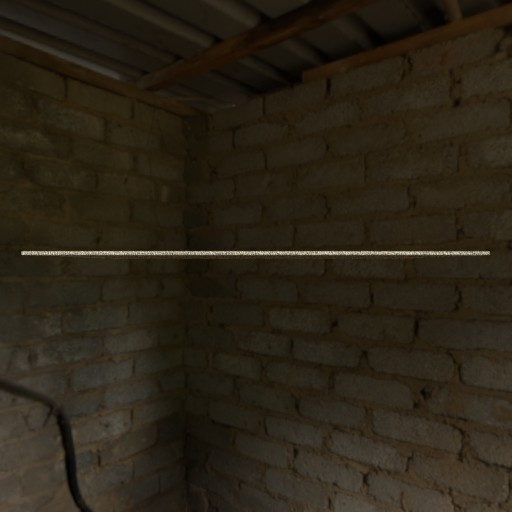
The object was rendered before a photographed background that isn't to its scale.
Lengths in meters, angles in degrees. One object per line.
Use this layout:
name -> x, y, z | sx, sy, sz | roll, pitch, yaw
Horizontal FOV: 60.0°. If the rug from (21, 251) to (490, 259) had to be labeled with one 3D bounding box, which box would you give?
rug -> 0.000, 0.000, 2.922 | 2.297, 0.018, 1.532 | 0, -1, 0
